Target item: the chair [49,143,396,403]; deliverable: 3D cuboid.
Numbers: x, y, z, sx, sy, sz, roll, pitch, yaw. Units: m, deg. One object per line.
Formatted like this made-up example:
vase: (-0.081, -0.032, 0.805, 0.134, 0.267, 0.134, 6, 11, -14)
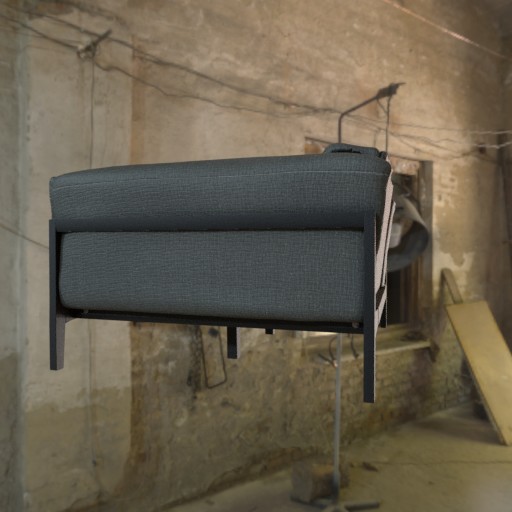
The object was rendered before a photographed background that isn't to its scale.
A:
chair: (0.000, 0.000, 1.622, 0.969, 0.646, 1.056, 0, 1, 18)
